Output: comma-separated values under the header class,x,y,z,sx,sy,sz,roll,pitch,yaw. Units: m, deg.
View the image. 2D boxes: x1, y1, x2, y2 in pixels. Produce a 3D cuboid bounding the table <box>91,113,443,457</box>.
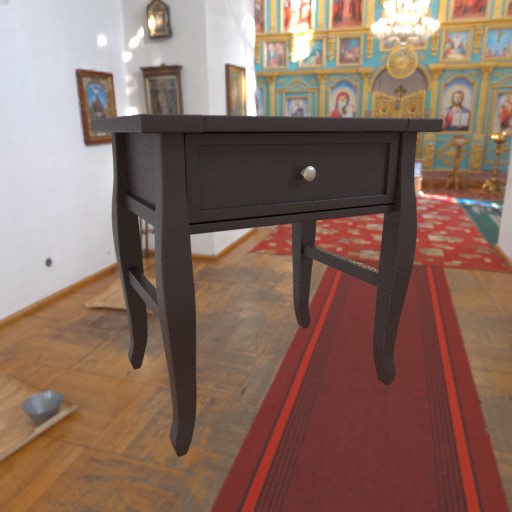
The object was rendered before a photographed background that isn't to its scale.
class,x,y,z,sx,sy,sz,roll,pitch,yaw
table,0.000,0.000,1.025,0.602,0.605,0.460,-8,18,-27
